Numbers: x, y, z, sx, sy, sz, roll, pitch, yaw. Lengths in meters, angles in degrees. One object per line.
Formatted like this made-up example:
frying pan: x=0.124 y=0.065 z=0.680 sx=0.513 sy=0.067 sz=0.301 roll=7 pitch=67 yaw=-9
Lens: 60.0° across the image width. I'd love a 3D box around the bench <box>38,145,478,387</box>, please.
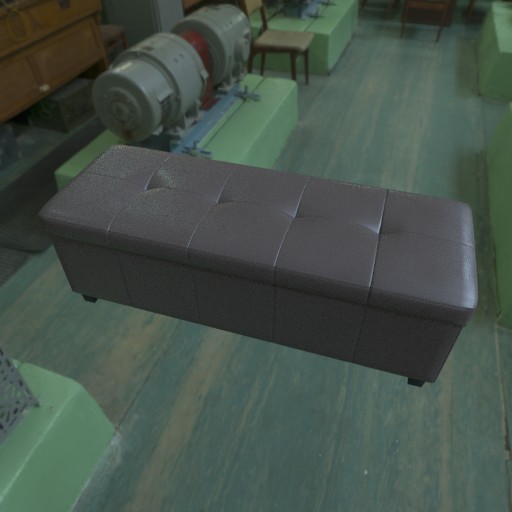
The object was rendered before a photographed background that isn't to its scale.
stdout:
bench: x=0.000 y=0.000 z=1.430 sx=1.219 sy=0.417 sz=0.450 roll=12 pitch=44 yaw=13
